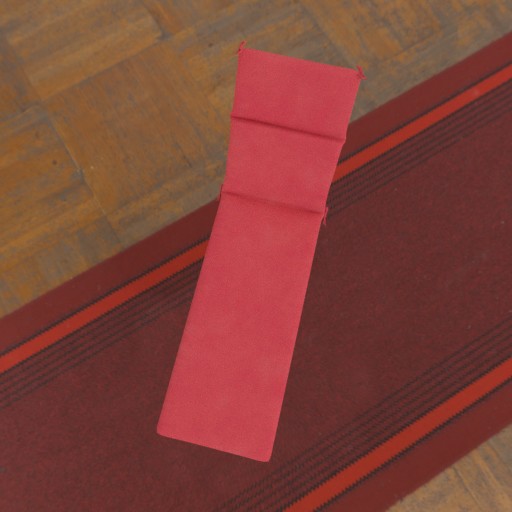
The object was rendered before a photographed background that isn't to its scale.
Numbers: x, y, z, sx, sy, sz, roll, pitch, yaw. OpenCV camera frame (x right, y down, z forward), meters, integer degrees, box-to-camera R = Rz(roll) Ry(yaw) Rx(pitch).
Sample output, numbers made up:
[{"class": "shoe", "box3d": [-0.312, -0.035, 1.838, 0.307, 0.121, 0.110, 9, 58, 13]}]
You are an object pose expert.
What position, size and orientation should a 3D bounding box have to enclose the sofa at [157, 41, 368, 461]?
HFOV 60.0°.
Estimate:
[{"class": "sofa", "box3d": [0.000, 0.000, 1.916, 0.582, 0.622, 1.663, 13, 75, 4]}]
